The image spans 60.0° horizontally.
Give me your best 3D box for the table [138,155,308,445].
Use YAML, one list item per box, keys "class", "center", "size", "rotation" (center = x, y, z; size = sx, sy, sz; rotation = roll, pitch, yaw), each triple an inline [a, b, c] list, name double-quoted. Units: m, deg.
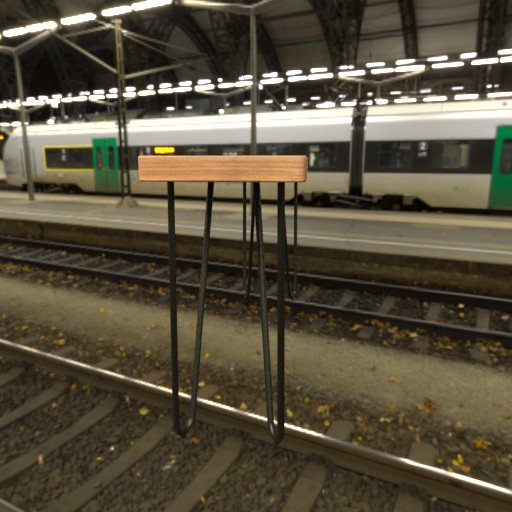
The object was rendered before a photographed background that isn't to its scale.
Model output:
- class: "table"
  center: [0.000, 0.000, 1.921]
  size: [0.425, 0.834, 1.570]
  rotation: [1, 12, 6]
